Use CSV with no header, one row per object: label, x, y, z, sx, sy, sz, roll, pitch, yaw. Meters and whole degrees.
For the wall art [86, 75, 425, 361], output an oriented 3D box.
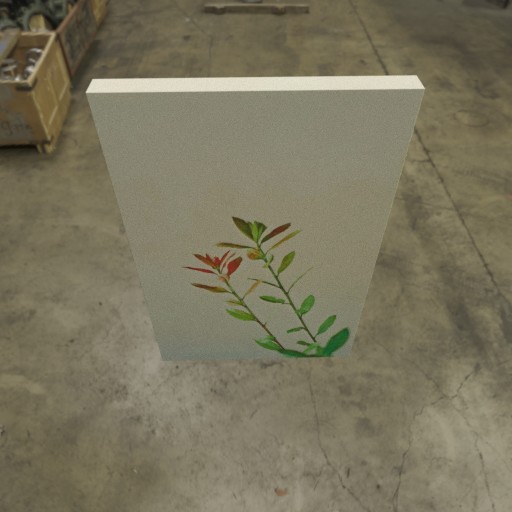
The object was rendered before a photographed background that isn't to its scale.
wall art,0.000,0.000,0.765,0.408,0.611,0.038,-1,46,-1
